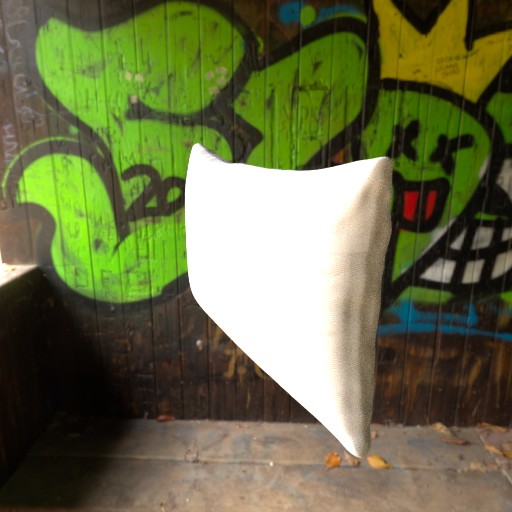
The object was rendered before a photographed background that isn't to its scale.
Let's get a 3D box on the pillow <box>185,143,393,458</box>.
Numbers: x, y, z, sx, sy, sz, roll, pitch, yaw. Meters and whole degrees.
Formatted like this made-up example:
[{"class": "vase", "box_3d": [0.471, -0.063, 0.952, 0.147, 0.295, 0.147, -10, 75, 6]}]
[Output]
[{"class": "pillow", "box_3d": [0.000, 0.000, 0.629, 0.139, 0.305, 0.506, -7, 16, -25]}]
